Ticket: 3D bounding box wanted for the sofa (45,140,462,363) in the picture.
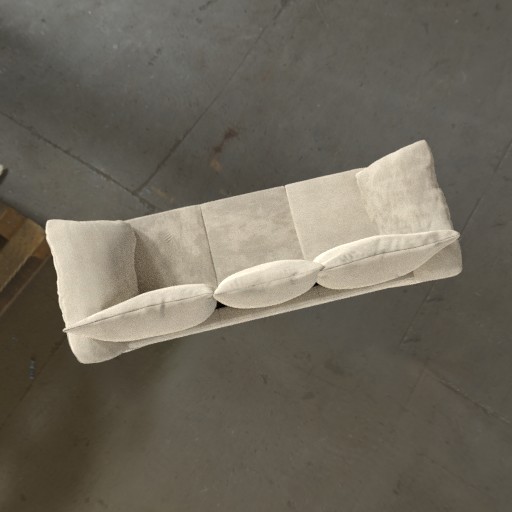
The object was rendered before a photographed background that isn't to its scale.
[{"bbox_3d":[0.000,0.000,2.853,2.377,0.981,0.893,-13,77,-3],"label":"sofa"}]
